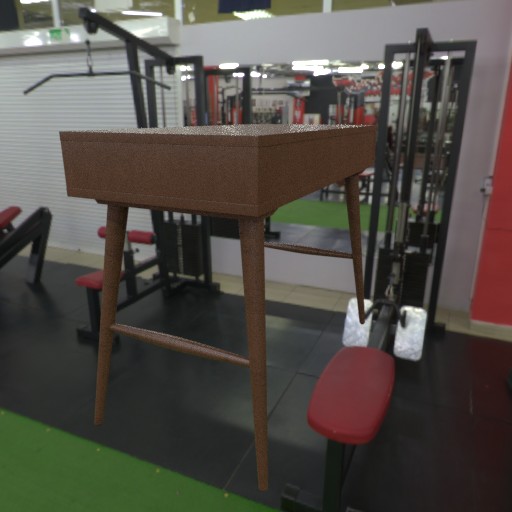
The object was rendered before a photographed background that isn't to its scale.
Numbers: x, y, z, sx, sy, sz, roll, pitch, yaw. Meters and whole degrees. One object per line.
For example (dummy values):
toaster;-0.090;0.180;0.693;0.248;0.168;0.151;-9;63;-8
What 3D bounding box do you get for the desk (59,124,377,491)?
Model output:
desk;0.000;0.000;1.360;0.510;0.758;0.949;9;19;25
